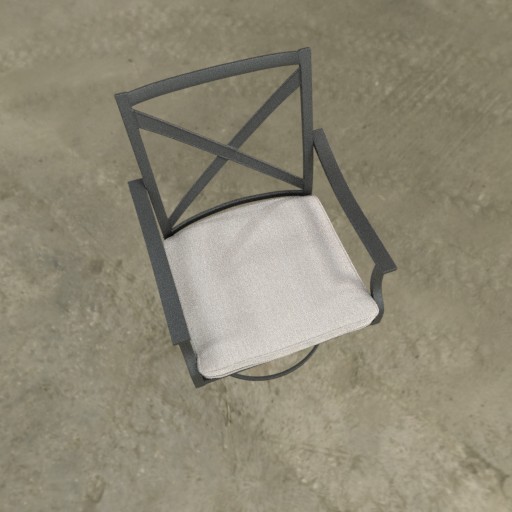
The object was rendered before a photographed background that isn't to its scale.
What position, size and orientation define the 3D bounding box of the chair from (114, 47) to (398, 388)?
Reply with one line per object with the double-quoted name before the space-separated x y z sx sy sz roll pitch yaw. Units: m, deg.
"chair" 0.000 0.000 1.325 0.575 0.889 0.620 -18 64 -9
